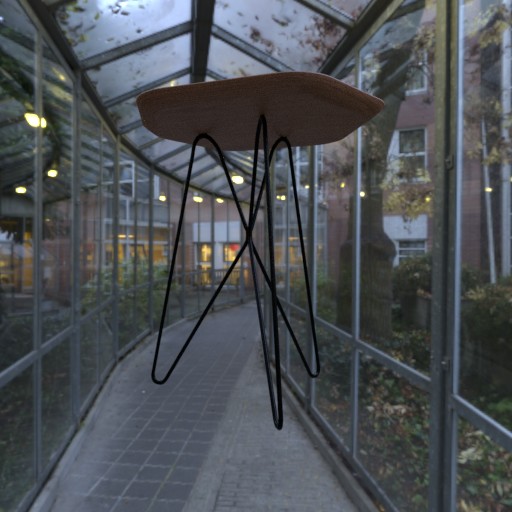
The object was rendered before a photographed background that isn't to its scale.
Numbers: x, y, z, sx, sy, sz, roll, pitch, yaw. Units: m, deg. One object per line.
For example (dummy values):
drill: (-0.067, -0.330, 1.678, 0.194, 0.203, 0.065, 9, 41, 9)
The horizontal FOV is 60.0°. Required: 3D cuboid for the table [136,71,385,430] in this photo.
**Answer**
table: (0.000, 0.000, 0.895, 0.500, 0.562, 0.400, 0, 0, 18)
